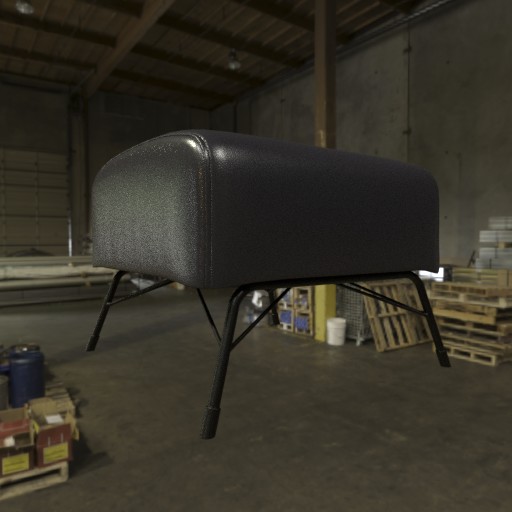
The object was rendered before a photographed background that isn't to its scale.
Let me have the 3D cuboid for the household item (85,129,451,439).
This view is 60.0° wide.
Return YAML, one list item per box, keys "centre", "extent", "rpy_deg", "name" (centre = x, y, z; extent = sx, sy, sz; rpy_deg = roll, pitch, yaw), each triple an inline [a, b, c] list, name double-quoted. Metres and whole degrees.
- centre: [0.000, 0.000, 0.884]
  extent: [0.530, 0.410, 0.530]
  rpy_deg: [-1, 3, -36]
  name: "household item"
